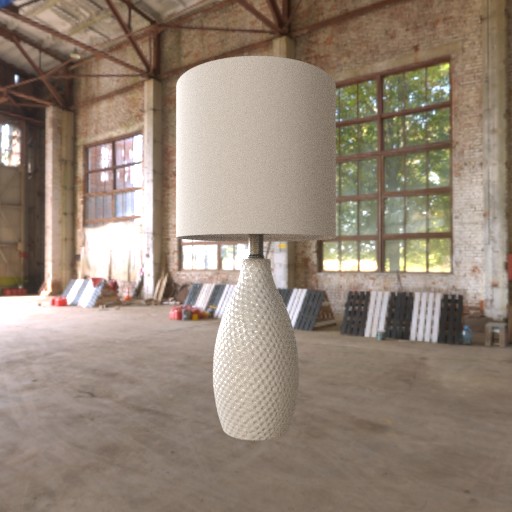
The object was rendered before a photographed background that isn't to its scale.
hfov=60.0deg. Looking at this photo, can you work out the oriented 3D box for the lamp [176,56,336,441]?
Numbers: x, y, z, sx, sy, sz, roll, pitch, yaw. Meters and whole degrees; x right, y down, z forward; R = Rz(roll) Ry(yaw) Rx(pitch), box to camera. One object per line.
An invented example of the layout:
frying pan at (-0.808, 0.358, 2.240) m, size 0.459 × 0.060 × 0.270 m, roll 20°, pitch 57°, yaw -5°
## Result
lamp at (0.000, 0.000, 0.605) m, size 0.214 × 0.466 × 0.214 m, roll 0°, pitch -1°, yaw -36°
